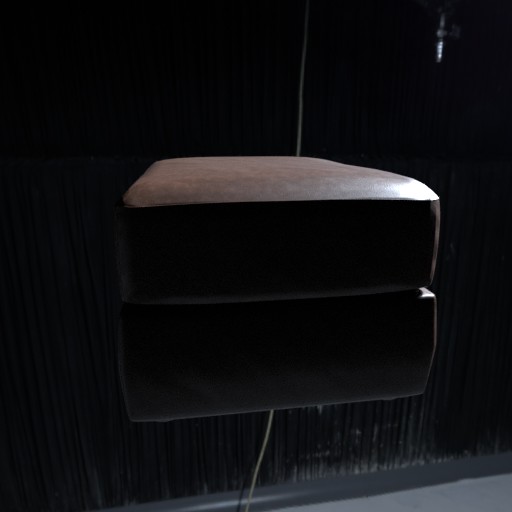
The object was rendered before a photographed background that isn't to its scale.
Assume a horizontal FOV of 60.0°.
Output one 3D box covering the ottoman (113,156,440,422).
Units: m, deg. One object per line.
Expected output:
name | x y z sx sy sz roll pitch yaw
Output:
ottoman | 0.000 0.000 1.134 0.603 0.476 0.751 -2 16 -9
